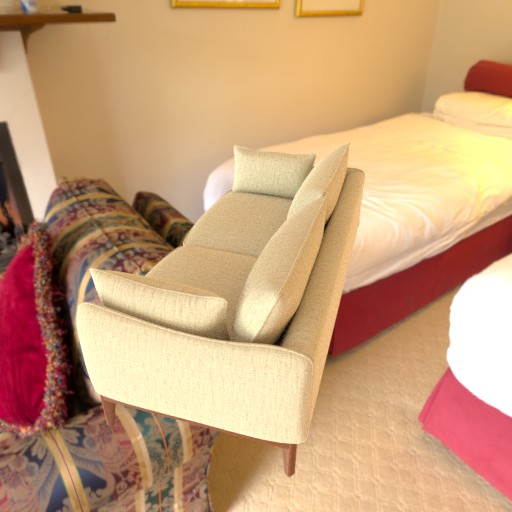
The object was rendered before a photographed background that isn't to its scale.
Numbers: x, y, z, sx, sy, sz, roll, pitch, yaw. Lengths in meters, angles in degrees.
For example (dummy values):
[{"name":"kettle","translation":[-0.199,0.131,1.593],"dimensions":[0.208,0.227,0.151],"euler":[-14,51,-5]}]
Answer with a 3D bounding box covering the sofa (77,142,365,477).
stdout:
[{"name":"sofa","translation":[0.000,0.000,2.482],"dimensions":[0.991,0.860,1.989],"euler":[9,32,15]}]
